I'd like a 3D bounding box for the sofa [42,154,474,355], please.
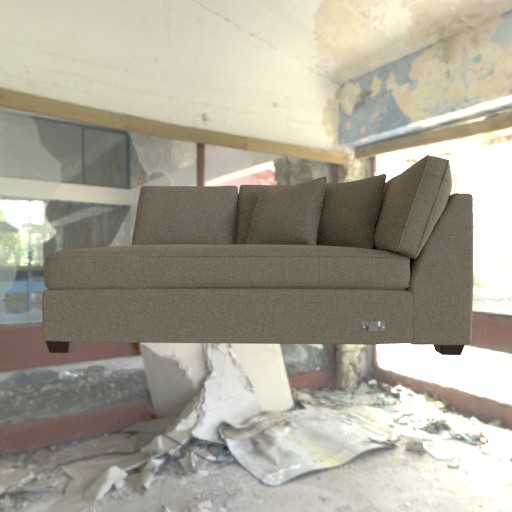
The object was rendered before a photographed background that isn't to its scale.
[{"bbox_3d":[0.000,0.000,2.771,2.238,1.019,1.110,0,0,2],"label":"sofa"}]
